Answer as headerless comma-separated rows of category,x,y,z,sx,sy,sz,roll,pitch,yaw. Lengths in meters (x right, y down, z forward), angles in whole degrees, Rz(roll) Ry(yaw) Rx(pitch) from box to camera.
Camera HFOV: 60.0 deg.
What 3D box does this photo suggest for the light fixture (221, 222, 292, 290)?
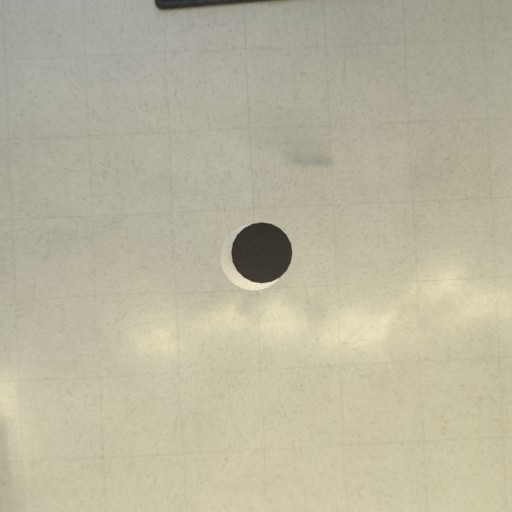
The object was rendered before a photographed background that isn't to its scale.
light fixture,0.000,0.000,1.496,0.324,1.337,0.324,0,89,-1
